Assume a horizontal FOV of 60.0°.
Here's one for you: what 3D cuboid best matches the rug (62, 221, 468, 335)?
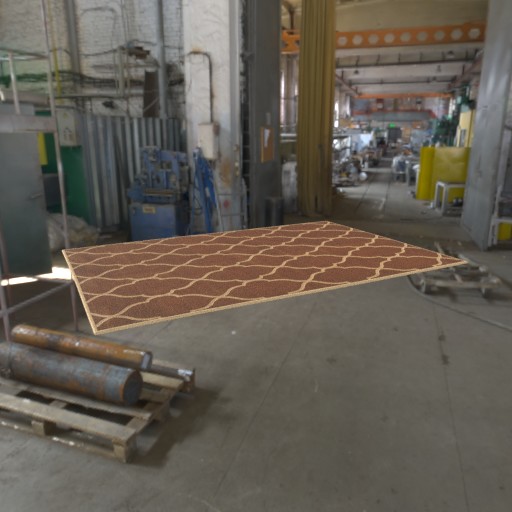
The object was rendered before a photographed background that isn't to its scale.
[{"bbox_3d":[0.000,0.000,2.980,2.290,0.014,1.526,-8,17,-26],"label":"rug"}]
